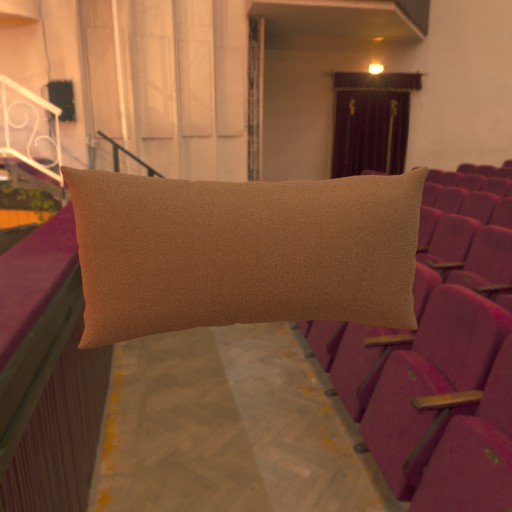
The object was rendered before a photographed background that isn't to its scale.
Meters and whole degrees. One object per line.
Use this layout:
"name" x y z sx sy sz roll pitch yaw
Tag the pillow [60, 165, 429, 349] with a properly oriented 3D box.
"pillow" 0.000 0.000 0.757 0.612 0.308 0.148 -2 15 -7
